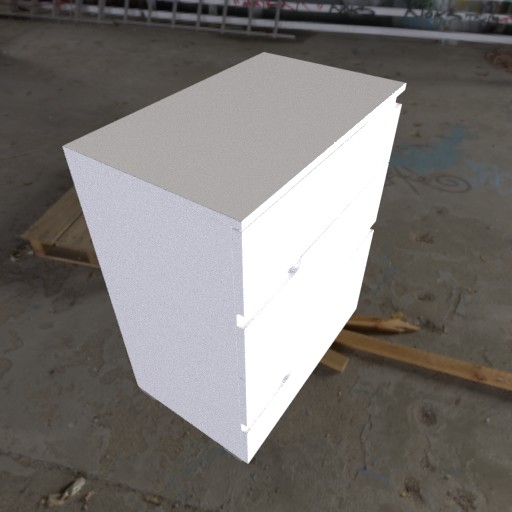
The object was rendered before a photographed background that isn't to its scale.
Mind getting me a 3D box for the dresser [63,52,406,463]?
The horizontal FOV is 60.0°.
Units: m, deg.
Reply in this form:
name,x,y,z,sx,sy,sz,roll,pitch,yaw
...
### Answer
name,x,y,z,sx,sy,sz,roll,pitch,yaw
dresser,0.000,0.000,1.178,0.400,0.800,0.650,25,47,25
